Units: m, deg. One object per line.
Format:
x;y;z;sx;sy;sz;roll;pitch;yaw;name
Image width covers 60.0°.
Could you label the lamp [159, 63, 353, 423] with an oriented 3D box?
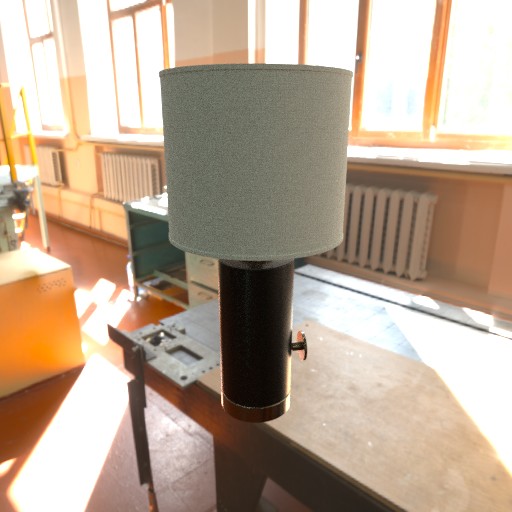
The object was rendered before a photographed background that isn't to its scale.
0.000;0.000;0.632;0.240;0.482;0.241;-3;18;-10;lamp
